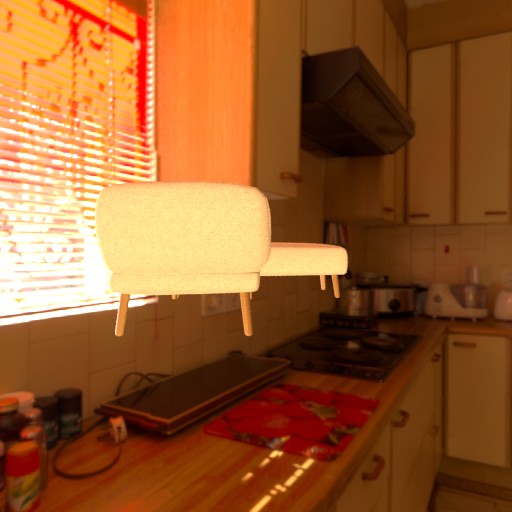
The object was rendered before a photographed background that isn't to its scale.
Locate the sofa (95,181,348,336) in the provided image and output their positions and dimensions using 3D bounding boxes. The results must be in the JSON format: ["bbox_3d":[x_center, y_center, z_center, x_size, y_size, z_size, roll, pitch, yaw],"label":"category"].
[{"bbox_3d":[0.000,0.000,3.296,1.610,0.730,2.660,0,1,-1],"label":"sofa"}]
